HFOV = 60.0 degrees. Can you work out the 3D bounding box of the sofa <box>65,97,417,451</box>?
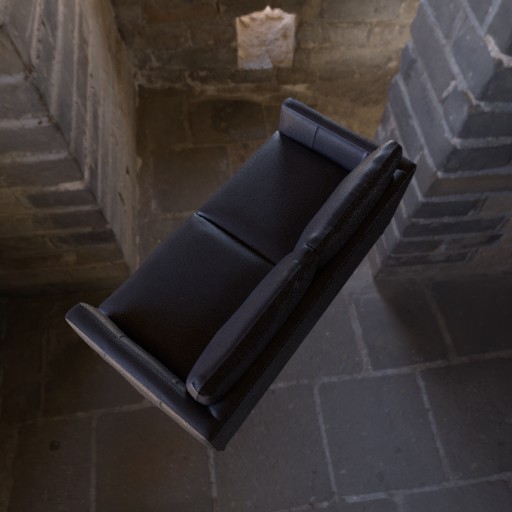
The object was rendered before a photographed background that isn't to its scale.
[{"bbox_3d":[0.000,0.000,2.397,0.947,0.883,1.805,32,66,16],"label":"sofa"}]
